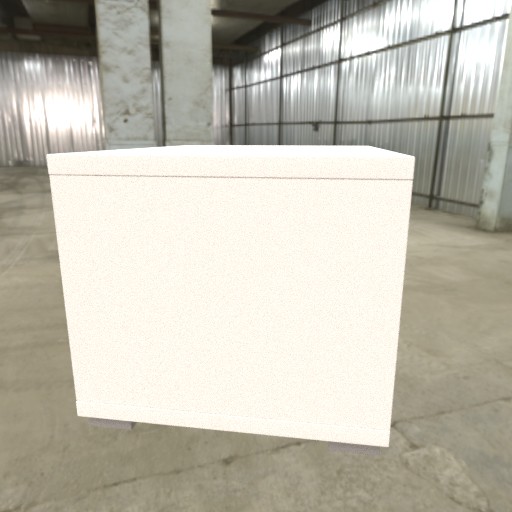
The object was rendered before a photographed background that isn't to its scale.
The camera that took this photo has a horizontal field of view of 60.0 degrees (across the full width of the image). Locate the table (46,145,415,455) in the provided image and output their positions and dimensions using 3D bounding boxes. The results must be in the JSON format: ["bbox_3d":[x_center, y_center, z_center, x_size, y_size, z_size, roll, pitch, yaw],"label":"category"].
[{"bbox_3d":[0.000,0.000,0.760,0.399,0.357,0.517,2,15,9],"label":"table"}]
